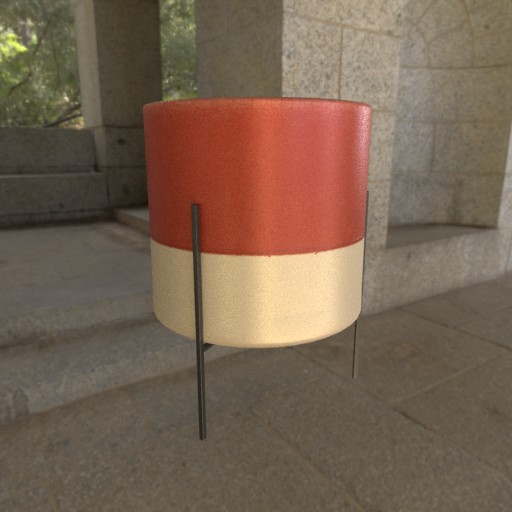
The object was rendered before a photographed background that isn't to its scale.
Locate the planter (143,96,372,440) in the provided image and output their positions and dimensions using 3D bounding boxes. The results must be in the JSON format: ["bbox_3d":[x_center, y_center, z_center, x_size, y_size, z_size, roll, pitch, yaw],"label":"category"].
[{"bbox_3d":[0.000,0.000,0.732,0.345,0.465,0.354,7,16,25],"label":"planter"}]
